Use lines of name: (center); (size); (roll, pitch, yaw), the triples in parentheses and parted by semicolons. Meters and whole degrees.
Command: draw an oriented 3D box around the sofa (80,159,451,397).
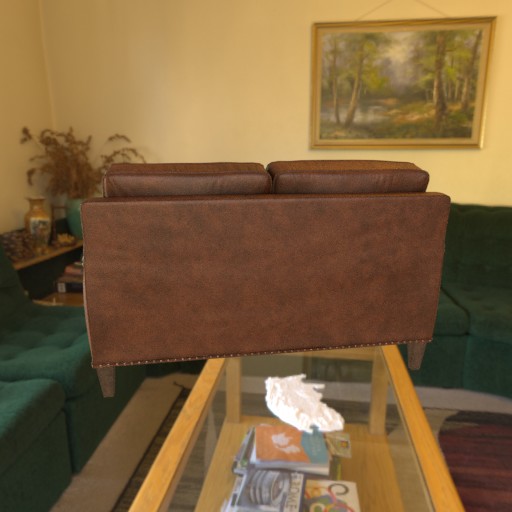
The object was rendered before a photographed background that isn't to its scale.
sofa: (0.000, 0.000, 2.339); (1.628, 1.003, 1.083); (-2, 13, -10)
